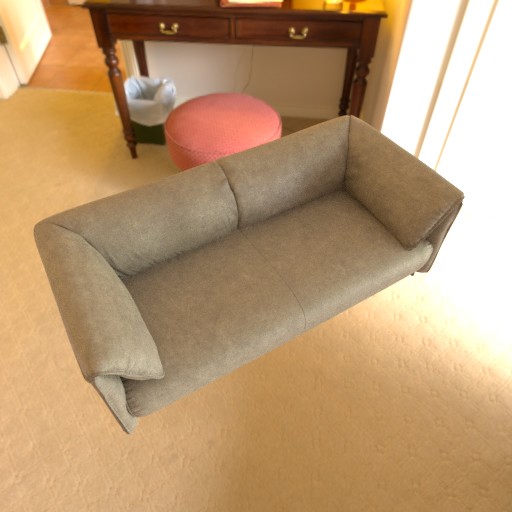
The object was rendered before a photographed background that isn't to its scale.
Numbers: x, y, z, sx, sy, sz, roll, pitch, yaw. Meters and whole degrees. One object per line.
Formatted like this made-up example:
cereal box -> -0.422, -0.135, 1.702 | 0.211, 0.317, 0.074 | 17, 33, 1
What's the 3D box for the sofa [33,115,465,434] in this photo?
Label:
sofa -> 0.000, 0.000, 2.297 | 1.878, 0.747, 0.905 | -24, 52, -20
